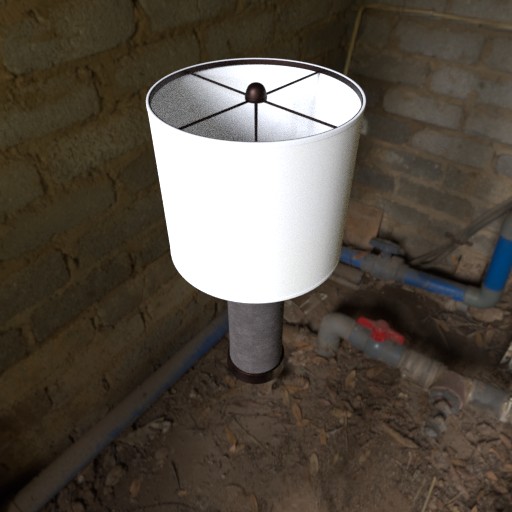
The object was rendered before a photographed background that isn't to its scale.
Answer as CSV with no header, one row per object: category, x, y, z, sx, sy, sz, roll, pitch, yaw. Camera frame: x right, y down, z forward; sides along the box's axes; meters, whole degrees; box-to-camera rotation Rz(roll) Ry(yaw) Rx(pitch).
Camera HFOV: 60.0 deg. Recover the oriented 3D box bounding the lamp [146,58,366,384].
lamp,0.000,0.000,0.814,0.301,0.630,0.301,-1,41,-1
